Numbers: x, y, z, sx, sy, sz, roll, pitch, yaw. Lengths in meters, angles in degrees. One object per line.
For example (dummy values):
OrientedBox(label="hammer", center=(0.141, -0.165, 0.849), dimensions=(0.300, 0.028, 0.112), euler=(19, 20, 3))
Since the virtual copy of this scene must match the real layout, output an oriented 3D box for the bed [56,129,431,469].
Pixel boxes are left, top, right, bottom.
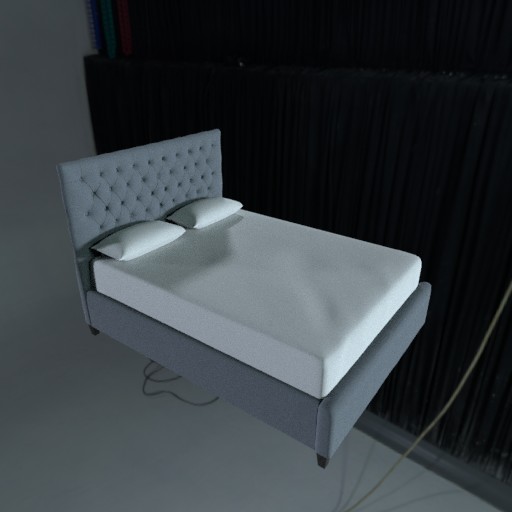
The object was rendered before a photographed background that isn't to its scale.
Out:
OrientedBox(label="bed", center=(0.000, 0.000, 3.365), dimensions=(2.231, 1.427, 1.698), euler=(18, 31, 32))
